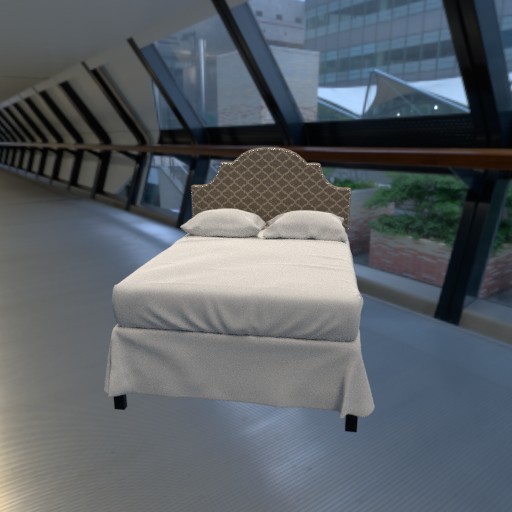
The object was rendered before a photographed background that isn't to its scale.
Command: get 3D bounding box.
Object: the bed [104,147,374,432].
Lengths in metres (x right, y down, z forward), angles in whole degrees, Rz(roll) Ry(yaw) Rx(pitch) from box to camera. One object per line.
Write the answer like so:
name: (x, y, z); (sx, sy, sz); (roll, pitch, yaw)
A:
bed: (0.000, 0.000, 3.555); (1.780, 1.633, 2.222); (2, 16, 8)
